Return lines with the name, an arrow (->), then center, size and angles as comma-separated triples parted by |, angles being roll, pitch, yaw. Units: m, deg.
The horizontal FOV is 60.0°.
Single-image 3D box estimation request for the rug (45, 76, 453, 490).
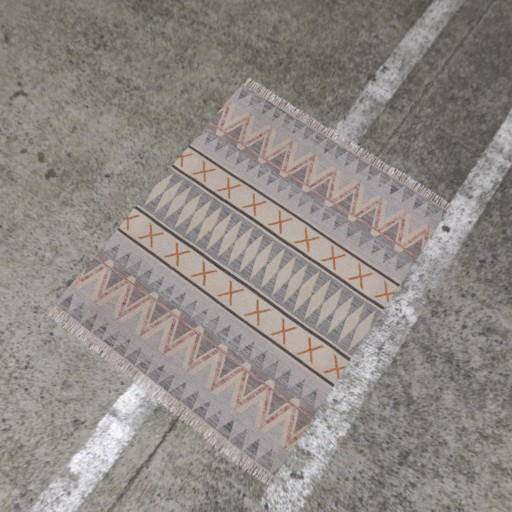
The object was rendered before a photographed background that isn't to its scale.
rug -> 0.000, 0.000, 3.974 | 2.371, 0.012, 3.000 | 35, 77, 9
